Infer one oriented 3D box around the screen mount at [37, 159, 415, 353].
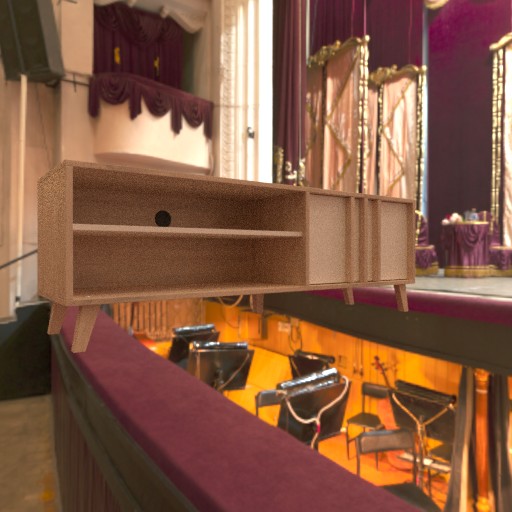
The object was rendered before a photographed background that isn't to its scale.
[{"bbox_3d":[0.000,0.000,1.748,1.500,0.510,0.400,0,1,-36],"label":"screen mount"}]
